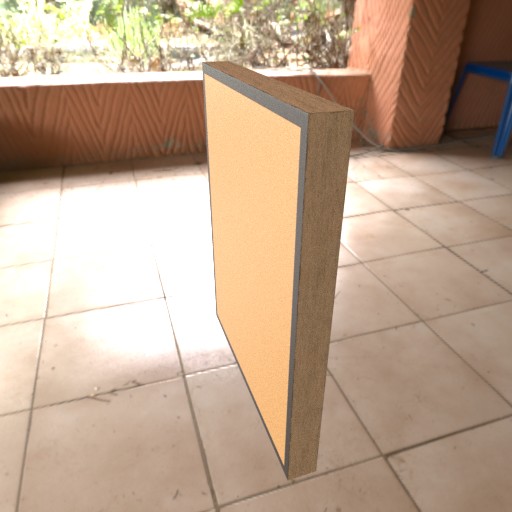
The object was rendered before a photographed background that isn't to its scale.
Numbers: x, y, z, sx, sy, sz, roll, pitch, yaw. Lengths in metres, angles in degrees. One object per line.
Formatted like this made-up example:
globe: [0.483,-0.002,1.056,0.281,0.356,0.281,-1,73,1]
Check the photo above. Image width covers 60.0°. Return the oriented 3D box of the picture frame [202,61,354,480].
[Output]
picture frame: [0.000,0.000,0.702,0.046,0.526,0.421,-10,31,-16]
